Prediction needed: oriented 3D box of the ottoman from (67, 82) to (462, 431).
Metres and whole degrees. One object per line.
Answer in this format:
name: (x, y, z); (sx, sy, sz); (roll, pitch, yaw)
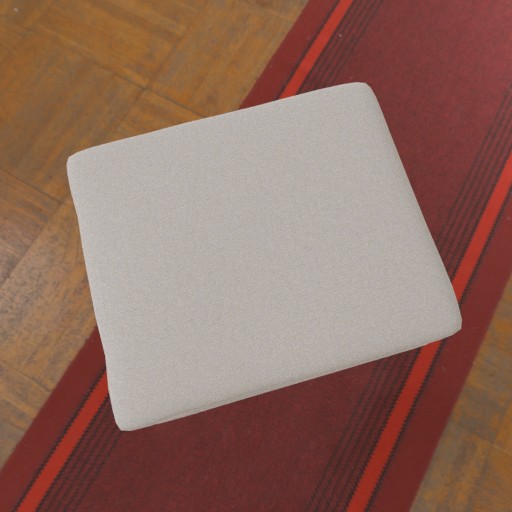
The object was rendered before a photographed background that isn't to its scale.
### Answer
ottoman: (0.000, 0.000, 1.443); (0.976, 0.492, 0.836); (-15, 76, -4)
